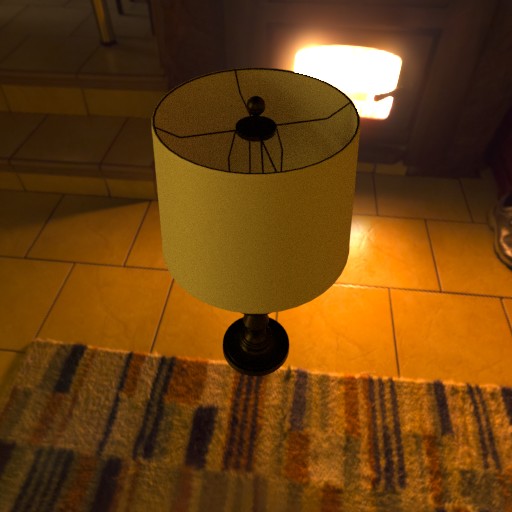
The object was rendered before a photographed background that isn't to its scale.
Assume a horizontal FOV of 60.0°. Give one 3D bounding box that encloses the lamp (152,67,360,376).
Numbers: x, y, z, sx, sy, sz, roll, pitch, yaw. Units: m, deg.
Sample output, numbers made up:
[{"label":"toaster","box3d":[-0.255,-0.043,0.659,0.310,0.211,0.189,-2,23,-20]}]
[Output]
[{"label":"lamp","box3d":[0.000,0.000,0.957,0.383,0.726,0.383,0,47,0]}]
